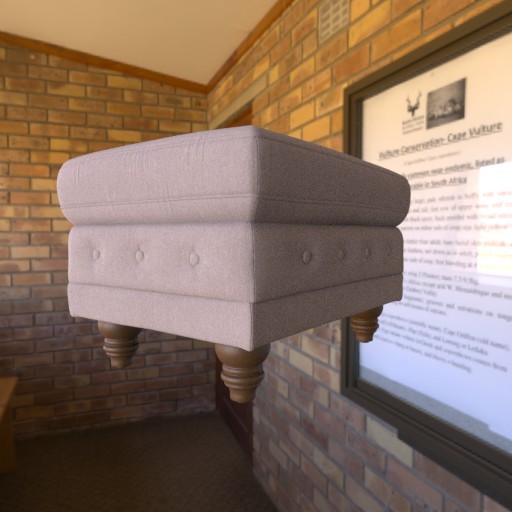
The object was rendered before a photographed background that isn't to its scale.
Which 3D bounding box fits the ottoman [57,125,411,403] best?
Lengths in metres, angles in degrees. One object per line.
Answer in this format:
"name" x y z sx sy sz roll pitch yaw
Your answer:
"ottoman" 0.000 0.000 1.132 0.569 0.500 0.771 2 3 36
